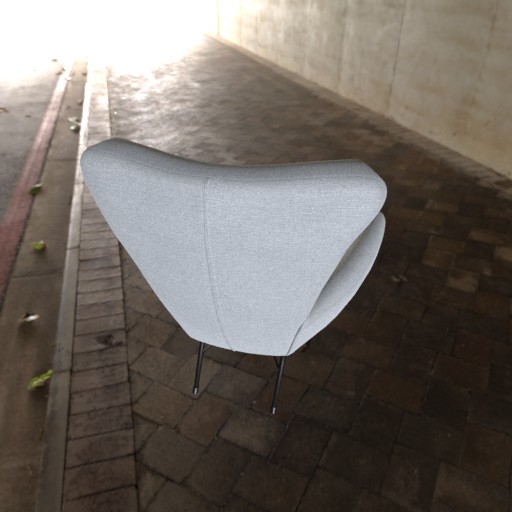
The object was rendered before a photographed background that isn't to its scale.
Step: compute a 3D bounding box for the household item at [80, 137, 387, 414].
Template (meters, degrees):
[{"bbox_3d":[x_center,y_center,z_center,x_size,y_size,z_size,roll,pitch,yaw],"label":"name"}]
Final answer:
[{"bbox_3d":[0.000,0.000,1.786,0.980,1.050,0.900,8,33,13],"label":"household item"}]
